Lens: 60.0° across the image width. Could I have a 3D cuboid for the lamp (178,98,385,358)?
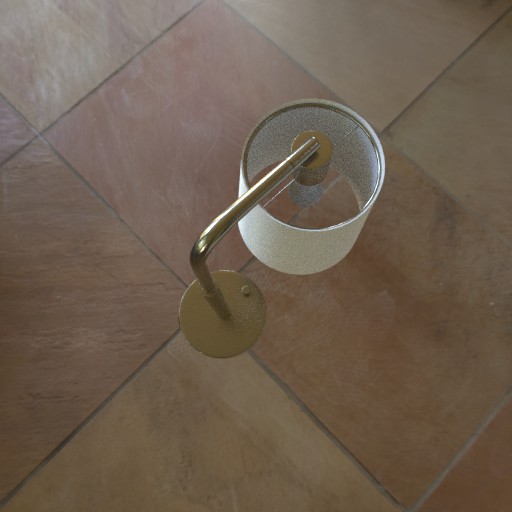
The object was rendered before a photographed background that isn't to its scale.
[{"bbox_3d":[0.000,0.000,0.627,0.333,0.489,0.171,-41,80,-9],"label":"lamp"}]
